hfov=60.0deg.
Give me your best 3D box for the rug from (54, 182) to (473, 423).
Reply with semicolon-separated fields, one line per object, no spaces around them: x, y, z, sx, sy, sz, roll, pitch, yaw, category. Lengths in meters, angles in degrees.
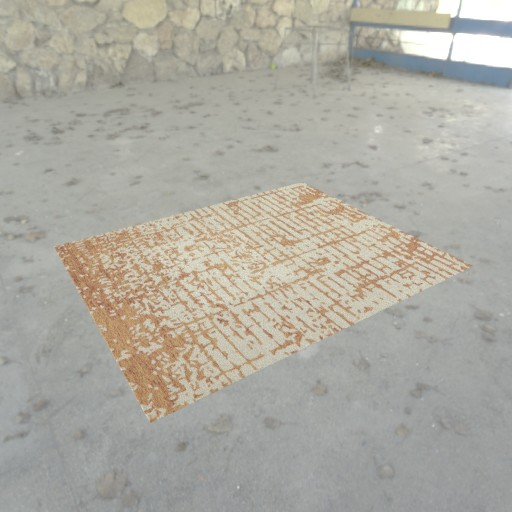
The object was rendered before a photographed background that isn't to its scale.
0.000;0.000;4.115;3.050;0.011;2.441;-19;36;-28;rug
